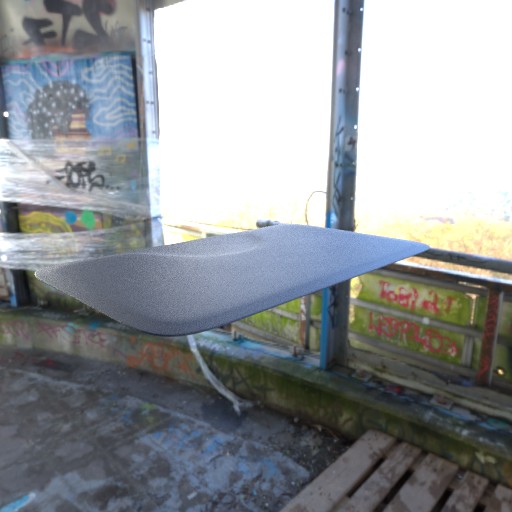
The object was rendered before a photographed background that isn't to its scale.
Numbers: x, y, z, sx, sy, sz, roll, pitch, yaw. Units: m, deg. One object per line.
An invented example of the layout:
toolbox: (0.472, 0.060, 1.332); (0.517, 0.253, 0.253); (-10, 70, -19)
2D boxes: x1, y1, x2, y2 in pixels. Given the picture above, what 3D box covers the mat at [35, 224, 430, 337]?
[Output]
mat: (0.000, 0.000, 1.851); (0.918, 0.013, 1.524); (13, 19, 43)
